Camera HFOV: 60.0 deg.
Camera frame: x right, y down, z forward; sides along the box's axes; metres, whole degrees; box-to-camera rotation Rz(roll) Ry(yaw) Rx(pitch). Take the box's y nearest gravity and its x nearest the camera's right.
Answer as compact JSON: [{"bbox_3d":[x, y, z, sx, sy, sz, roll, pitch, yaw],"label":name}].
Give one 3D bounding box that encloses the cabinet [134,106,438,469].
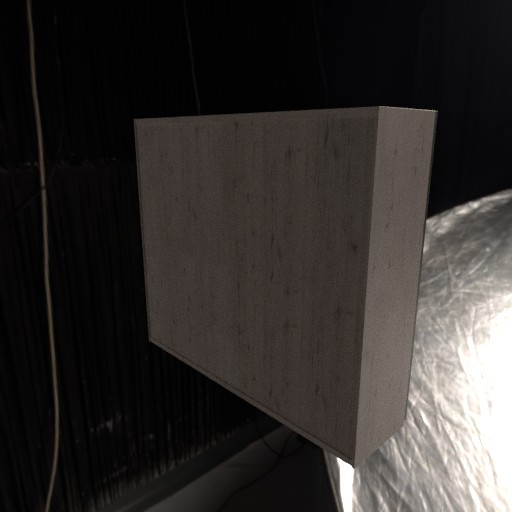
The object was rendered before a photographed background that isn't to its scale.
[{"bbox_3d":[0.000,0.000,3.616,0.660,2.180,2.500,-14,20,-42],"label":"cabinet"}]
